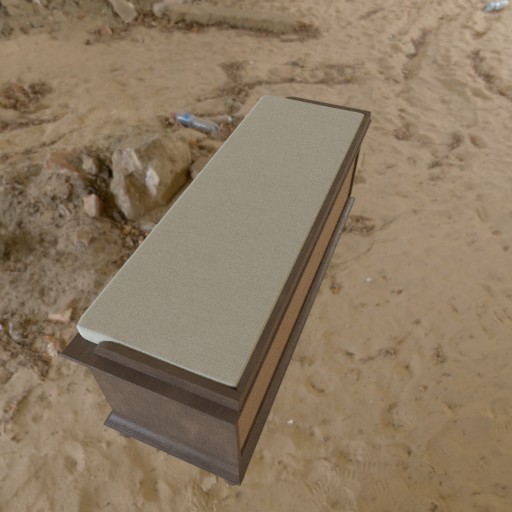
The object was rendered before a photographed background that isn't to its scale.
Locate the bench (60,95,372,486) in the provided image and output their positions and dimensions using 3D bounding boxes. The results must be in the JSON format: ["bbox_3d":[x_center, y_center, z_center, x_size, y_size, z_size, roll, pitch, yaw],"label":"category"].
[{"bbox_3d":[0.000,0.000,1.397,0.402,0.501,1.185,17,49,15],"label":"bench"}]
